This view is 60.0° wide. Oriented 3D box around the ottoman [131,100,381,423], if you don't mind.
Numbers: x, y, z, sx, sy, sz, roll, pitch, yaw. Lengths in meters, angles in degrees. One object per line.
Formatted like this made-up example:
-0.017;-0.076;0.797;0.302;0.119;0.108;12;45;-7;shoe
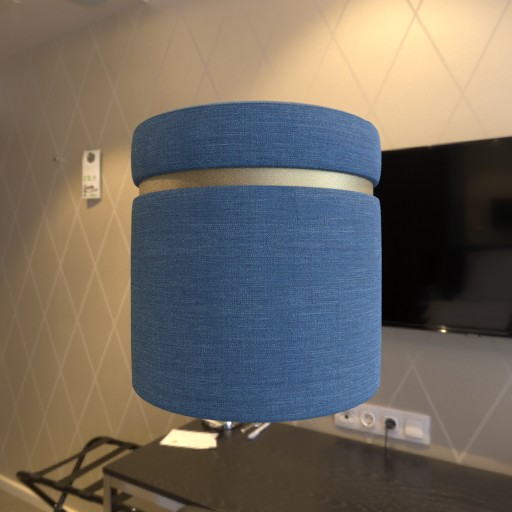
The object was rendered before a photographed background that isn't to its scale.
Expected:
0.000;0.000;0.731;0.398;0.406;0.398;0;1;0;ottoman
